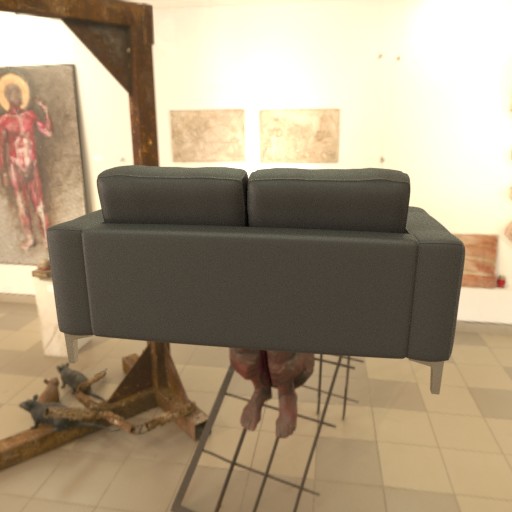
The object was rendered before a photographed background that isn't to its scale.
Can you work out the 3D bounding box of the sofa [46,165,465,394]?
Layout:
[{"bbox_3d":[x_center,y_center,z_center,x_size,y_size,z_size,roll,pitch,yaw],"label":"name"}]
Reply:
[{"bbox_3d":[0.000,0.000,2.183,1.726,0.893,0.833,2,16,9],"label":"sofa"}]
